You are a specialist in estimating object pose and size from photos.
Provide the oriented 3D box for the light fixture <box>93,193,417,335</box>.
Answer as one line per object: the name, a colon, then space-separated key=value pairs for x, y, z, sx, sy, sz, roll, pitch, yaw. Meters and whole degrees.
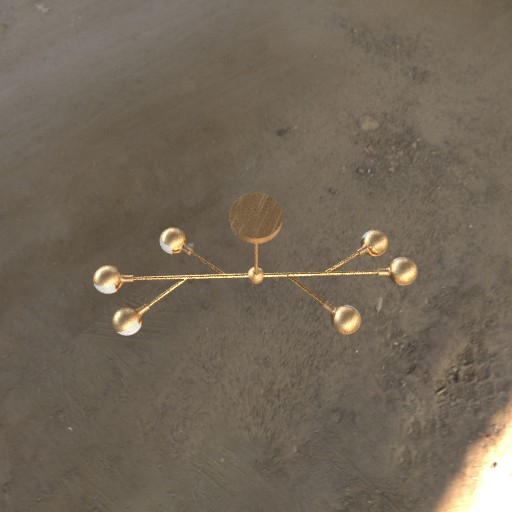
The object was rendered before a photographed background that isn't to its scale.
light fixture: x=0.000 y=0.000 z=1.006 sx=0.778 sy=0.362 sz=0.434 roll=13 pitch=65 yaw=6
